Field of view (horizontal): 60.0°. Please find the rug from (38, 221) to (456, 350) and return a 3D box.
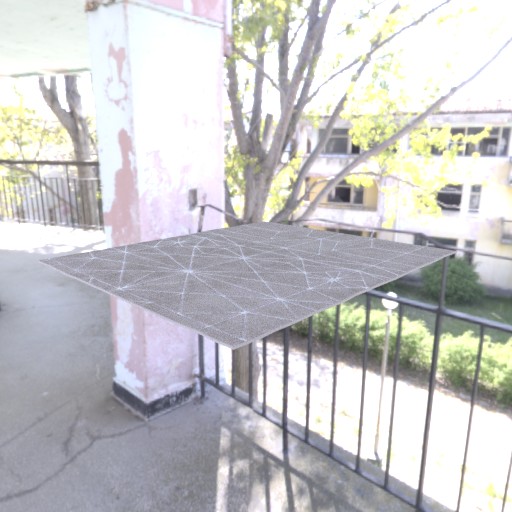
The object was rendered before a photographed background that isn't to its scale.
[{"bbox_3d":[0.000,0.000,0.886,0.548,0.006,0.639,13,19,42],"label":"rug"}]
